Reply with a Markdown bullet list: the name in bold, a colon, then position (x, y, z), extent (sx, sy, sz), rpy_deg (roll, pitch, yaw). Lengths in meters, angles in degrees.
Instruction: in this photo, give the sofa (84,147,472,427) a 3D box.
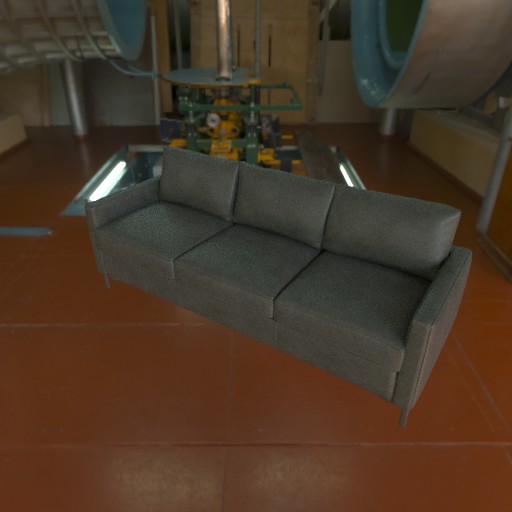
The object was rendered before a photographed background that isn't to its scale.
- **sofa**: position (0.000, 0.000, 2.416), extent (2.029, 0.805, 0.748), rpy_deg (18, 35, 29)
